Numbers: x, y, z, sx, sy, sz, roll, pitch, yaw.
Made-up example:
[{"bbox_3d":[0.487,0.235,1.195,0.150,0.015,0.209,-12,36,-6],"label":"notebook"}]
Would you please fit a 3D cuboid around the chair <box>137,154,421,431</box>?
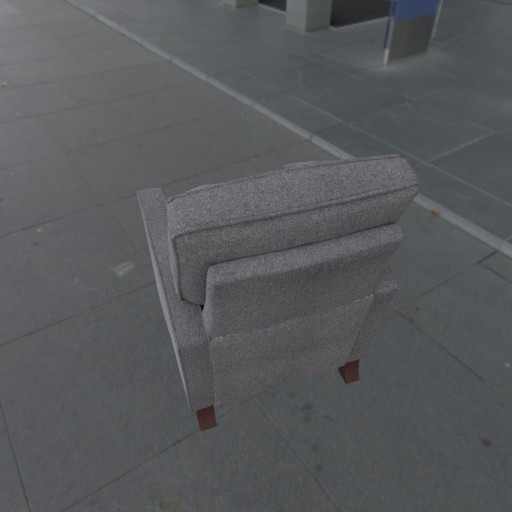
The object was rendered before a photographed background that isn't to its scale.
[{"bbox_3d":[0.000,0.000,1.446,0.650,0.889,0.775,-13,42,-15],"label":"chair"}]
